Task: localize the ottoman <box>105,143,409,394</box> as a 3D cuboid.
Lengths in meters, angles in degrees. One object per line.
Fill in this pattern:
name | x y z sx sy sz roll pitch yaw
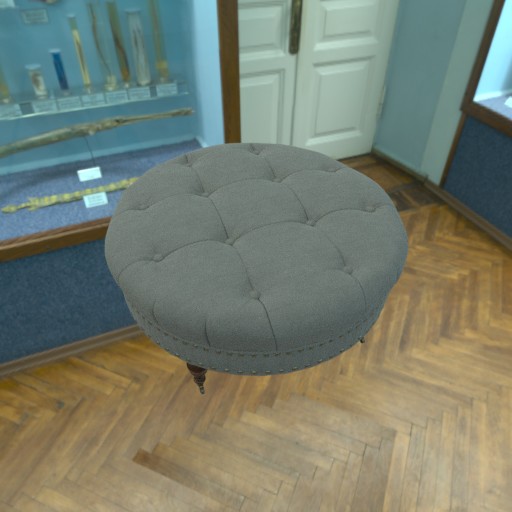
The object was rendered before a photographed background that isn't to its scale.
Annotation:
ottoman | 0.000 0.000 1.432 0.901 0.439 0.901 0 41 0
